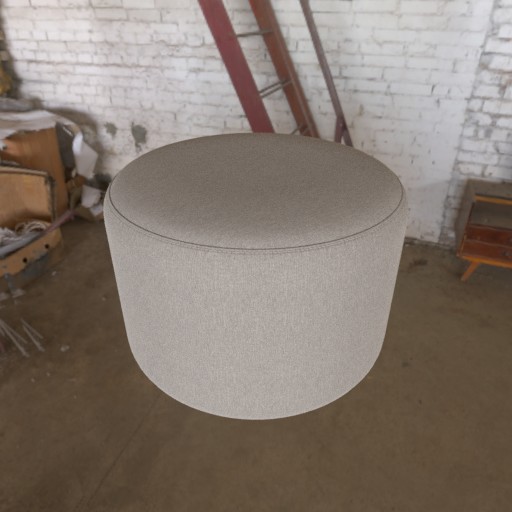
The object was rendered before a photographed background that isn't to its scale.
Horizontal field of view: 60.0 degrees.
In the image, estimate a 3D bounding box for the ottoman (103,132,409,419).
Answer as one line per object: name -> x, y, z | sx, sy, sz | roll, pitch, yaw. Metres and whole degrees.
ottoman -> 0.000, 0.000, 0.997 | 0.608, 0.433, 0.608 | 0, 32, 0
